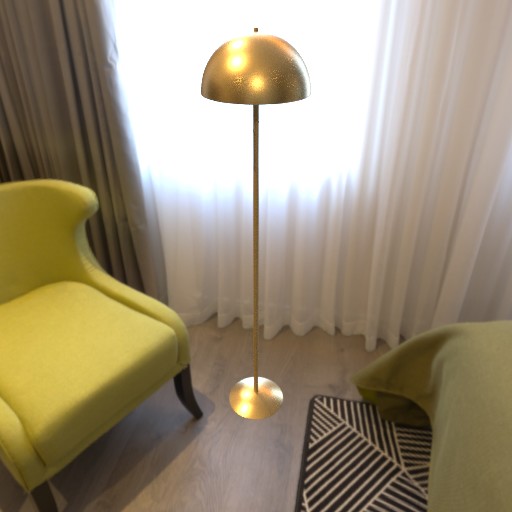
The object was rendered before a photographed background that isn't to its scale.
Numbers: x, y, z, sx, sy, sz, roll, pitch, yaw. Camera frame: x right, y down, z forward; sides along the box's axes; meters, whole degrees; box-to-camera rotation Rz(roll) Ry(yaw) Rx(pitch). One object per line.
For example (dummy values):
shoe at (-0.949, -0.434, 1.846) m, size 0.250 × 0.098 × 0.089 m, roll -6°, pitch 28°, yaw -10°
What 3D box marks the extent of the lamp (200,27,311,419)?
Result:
lamp at (0.000, 0.000, 1.609) m, size 0.328 × 1.480 × 0.328 m, roll -10°, pitch 32°, yaw -16°
